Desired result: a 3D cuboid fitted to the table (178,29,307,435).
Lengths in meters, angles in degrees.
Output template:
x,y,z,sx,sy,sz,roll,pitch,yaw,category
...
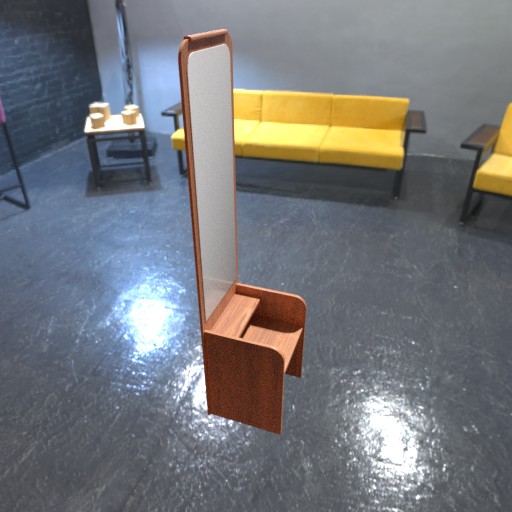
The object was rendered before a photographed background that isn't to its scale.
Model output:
x,y,z,sx,sy,sz,roll,pitch,yaw,category
0.000,0.000,2.037,0.420,1.830,0.450,10,33,17,table
